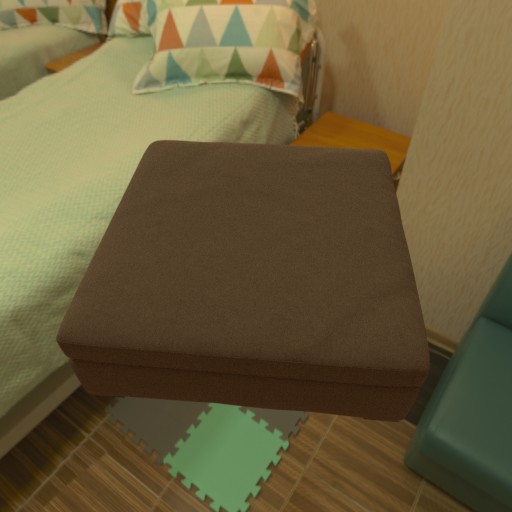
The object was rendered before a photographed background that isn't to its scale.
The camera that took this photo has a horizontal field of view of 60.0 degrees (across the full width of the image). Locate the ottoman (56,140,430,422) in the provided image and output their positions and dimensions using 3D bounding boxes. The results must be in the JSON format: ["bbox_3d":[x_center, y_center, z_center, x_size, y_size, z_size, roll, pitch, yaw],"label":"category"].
[{"bbox_3d":[0.000,0.000,1.853,1.181,0.470,1.181,4,46,4],"label":"ottoman"}]
